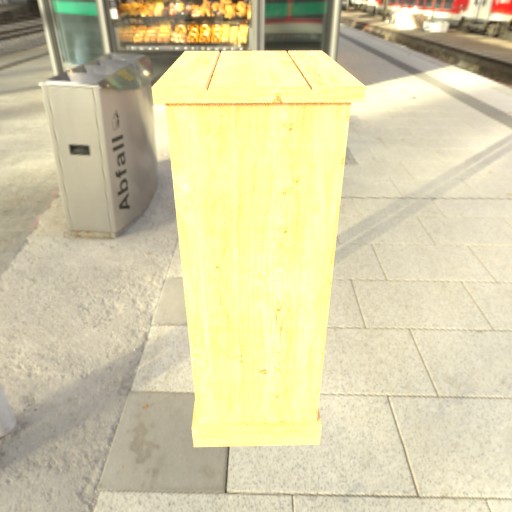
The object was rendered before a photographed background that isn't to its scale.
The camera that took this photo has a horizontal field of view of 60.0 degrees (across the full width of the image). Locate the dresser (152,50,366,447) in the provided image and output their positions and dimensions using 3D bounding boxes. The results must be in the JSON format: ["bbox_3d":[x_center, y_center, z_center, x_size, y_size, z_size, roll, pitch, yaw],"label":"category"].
[{"bbox_3d":[0.000,0.000,1.303,0.390,1.041,0.531,-1,31,-1],"label":"dresser"}]
